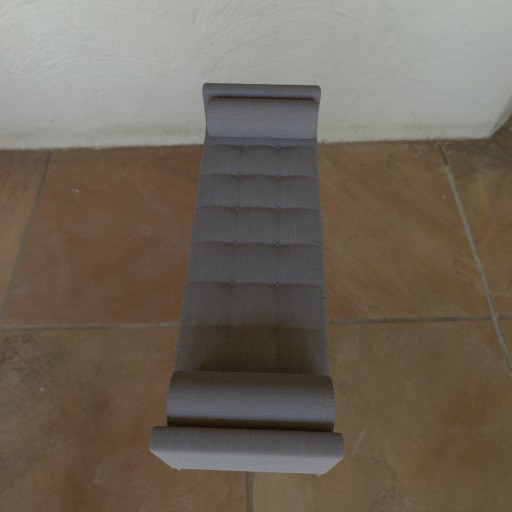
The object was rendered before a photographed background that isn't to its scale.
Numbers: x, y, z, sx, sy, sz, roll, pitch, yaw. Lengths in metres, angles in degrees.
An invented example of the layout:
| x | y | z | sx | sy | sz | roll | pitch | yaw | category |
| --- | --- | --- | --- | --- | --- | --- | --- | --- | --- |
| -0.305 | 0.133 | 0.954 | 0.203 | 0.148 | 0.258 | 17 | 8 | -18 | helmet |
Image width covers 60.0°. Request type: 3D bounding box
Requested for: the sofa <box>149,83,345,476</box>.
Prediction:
| x | y | z | sx | sy | sz | roll | pitch | yaw | category |
| --- | --- | --- | --- | --- | --- | --- | --- | --- | --- |
| 0.000 | 0.000 | 2.297 | 0.686 | 0.635 | 1.981 | 2 | 58 | 1 | sofa |
